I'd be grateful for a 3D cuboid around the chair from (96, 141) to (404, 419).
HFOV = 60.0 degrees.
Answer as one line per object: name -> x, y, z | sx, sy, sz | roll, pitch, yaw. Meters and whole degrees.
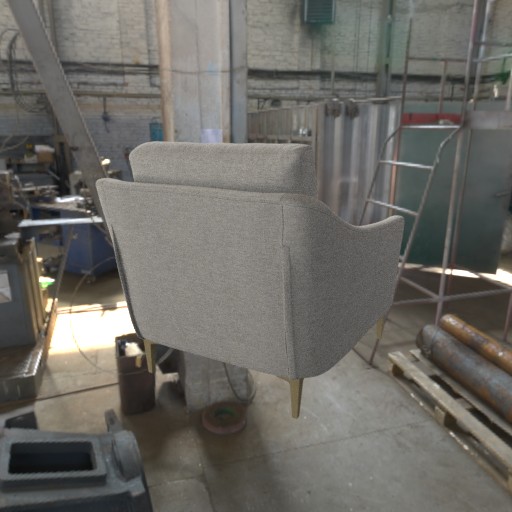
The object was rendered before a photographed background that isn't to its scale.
chair -> 0.000, 0.000, 1.790 | 0.986, 0.902, 0.961 | 8, 18, 27
